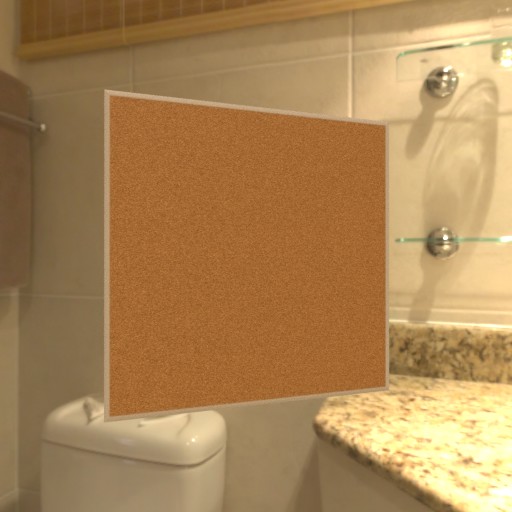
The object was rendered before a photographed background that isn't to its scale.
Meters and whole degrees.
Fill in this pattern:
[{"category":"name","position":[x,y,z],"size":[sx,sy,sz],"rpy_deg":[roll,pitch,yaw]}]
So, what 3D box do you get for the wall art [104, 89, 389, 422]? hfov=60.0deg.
[{"category":"wall art","position":[0.000,0.000,0.472],"size":[0.305,0.304,0.038],"rpy_deg":[0,0,-19]}]
